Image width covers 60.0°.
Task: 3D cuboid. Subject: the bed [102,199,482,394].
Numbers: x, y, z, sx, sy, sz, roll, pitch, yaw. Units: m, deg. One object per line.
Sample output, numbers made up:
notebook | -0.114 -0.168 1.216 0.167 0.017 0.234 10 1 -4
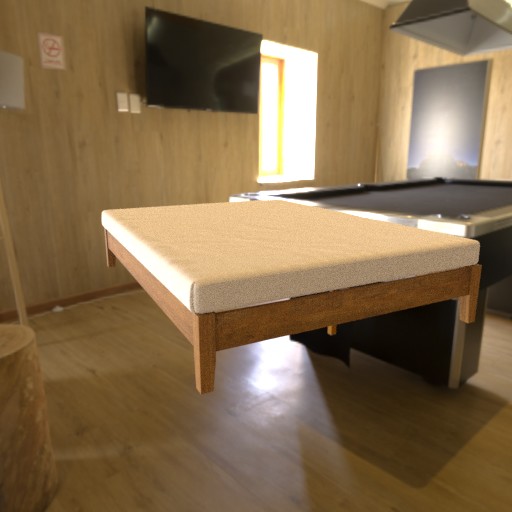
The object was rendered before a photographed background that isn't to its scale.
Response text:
bed | 0.000 0.000 2.783 1.536 0.431 2.016 -7 16 -26
